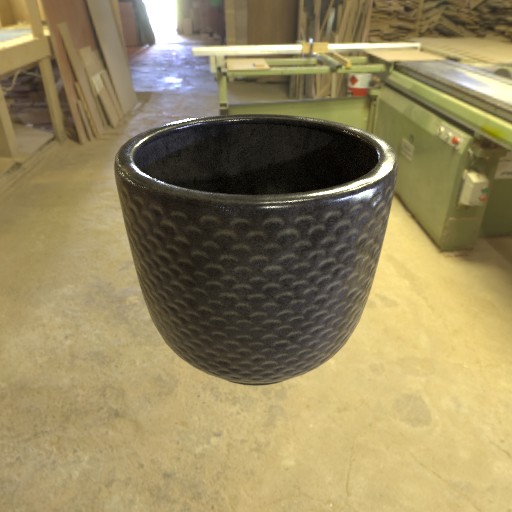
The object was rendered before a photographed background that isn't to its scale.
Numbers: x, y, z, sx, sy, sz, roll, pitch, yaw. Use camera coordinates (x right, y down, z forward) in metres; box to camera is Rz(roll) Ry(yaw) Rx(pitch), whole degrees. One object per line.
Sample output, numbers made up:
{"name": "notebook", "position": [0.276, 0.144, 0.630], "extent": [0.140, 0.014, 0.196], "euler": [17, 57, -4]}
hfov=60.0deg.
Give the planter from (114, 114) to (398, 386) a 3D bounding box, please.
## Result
{"name": "planter", "position": [0.000, 0.000, 0.256], "extent": [0.140, 0.129, 0.140], "euler": [0, 31, 0]}
